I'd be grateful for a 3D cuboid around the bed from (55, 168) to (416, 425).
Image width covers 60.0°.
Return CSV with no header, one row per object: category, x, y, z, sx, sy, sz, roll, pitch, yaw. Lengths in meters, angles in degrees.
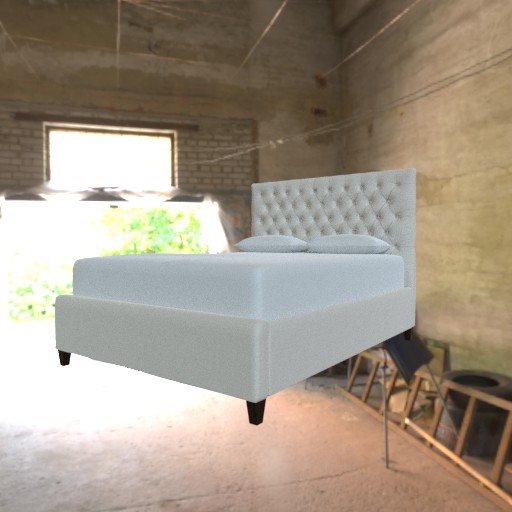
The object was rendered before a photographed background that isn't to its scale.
bed,0.000,0.000,3.300,1.696,1.426,2.233,1,2,37
